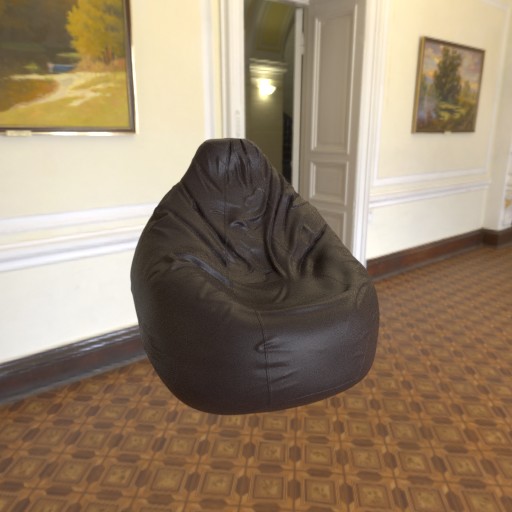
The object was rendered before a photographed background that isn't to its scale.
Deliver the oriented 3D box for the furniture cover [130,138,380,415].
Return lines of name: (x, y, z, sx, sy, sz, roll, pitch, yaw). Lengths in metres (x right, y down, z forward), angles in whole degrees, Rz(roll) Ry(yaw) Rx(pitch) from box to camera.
furniture cover: (0.000, 0.000, 1.936, 1.070, 0.990, 1.070, -8, 17, -25)
